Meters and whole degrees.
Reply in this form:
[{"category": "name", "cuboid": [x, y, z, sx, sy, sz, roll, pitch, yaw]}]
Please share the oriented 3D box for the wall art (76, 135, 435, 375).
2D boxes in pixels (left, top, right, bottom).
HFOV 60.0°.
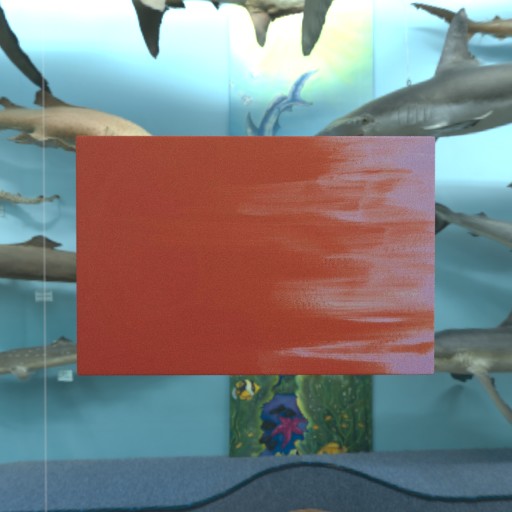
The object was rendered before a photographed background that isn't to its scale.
[{"category": "wall art", "cuboid": [0.000, 0.000, 1.147, 0.913, 0.609, 0.040, 0, 1, 0]}]
